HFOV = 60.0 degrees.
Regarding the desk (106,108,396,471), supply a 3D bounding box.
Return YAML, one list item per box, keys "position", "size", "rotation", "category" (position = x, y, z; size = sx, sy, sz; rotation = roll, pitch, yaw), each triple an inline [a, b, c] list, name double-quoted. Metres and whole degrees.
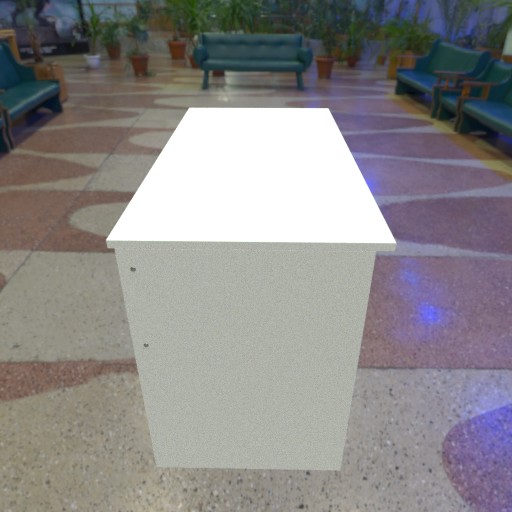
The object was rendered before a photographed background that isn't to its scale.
- position: [0.000, 0.000, 1.510]
  size: [0.560, 0.730, 1.096]
  rotation: [1, 31, 1]
  category: "desk"
